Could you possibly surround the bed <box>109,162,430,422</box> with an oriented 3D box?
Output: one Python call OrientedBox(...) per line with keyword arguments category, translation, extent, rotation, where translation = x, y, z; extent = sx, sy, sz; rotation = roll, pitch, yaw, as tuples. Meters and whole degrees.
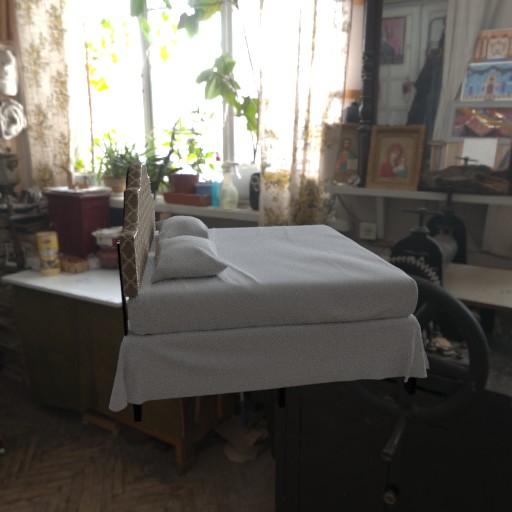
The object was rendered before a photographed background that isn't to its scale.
OrientedBox(category="bed", translation=(0.000, 0.000, 3.821), extent=(2.222, 1.601, 2.314), rotation=(-2, 16, -9))
